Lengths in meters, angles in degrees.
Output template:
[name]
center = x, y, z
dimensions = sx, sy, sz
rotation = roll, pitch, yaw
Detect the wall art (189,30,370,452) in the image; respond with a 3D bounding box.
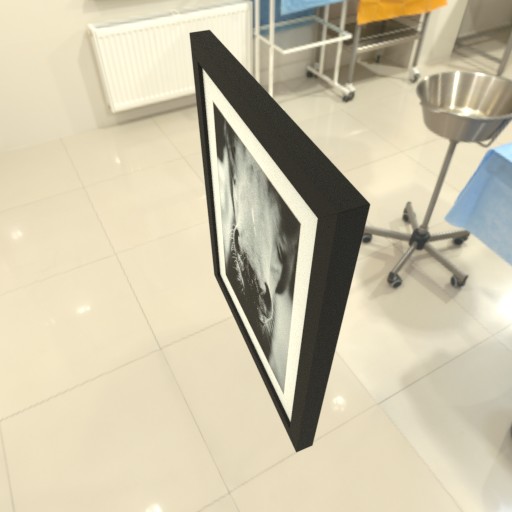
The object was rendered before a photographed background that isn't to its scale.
[wall art]
center = 0.000, 0.000, 0.532
dimensions = 0.024, 0.404, 0.329
rotation = -17, 48, -15
